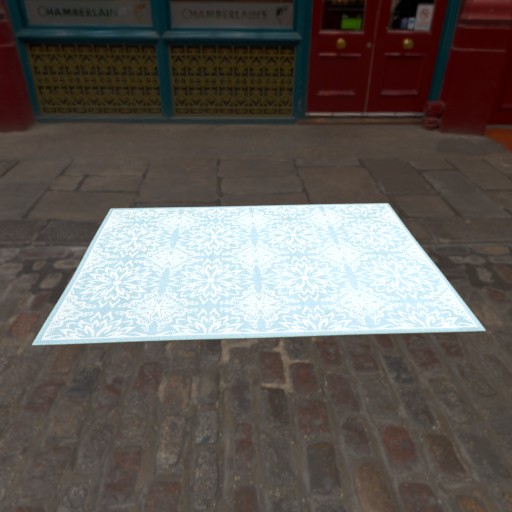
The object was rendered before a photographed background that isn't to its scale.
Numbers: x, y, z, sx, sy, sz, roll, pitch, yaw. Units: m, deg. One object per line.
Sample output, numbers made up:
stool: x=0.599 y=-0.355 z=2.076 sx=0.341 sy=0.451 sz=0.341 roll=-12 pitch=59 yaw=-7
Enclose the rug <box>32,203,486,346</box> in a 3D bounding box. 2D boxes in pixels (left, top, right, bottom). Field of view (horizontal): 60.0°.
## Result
rug: x=0.000 y=0.000 z=2.834 sx=2.205 sy=0.014 sz=1.589 roll=-1 pitch=30 yaw=-2
